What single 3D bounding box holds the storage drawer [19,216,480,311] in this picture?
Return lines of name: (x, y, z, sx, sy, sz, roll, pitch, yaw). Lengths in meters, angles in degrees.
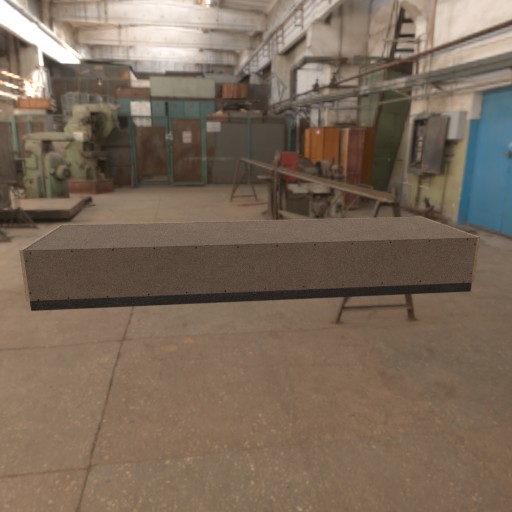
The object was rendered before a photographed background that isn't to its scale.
storage drawer: (0.000, 0.000, 2.299, 2.072, 0.274, 0.591, -2, 15, -7)
